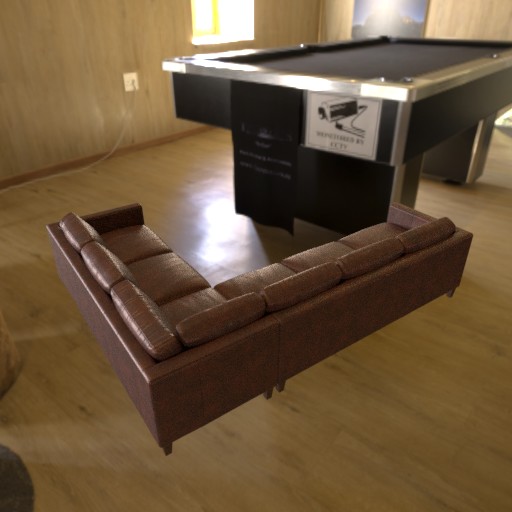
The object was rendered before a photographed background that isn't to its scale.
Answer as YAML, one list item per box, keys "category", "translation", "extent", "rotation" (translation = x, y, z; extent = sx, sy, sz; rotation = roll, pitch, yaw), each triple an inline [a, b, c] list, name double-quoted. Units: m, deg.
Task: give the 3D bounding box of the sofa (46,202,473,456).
- category: "sofa"
  translation: [0.000, 0.000, 4.235]
  extent: [3.152, 0.836, 2.438]
  rotation: [-19, 35, -30]
